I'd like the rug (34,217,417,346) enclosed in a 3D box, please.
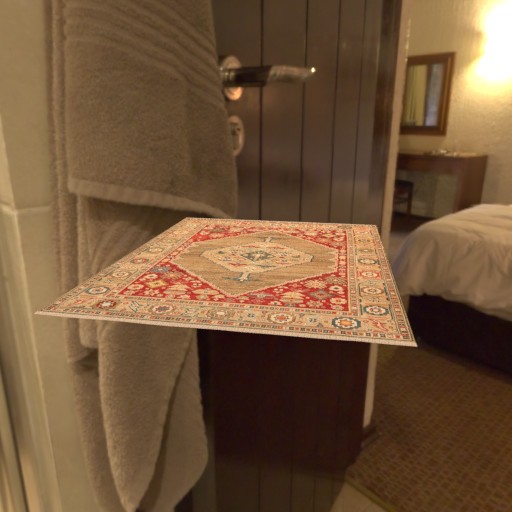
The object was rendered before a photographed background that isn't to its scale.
[{"bbox_3d":[0.000,0.000,4.219,2.451,0.008,3.143,3,17,10],"label":"rug"}]
